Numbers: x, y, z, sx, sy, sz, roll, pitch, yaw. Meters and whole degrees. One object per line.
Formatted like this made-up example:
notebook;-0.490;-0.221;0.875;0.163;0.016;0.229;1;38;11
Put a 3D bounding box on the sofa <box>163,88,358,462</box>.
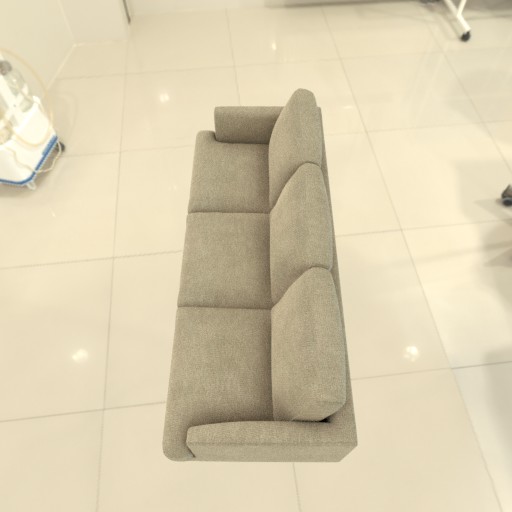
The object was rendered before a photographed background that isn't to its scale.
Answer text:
sofa;0.000;0.000;2.683;0.903;0.930;2.246;0;58;0
